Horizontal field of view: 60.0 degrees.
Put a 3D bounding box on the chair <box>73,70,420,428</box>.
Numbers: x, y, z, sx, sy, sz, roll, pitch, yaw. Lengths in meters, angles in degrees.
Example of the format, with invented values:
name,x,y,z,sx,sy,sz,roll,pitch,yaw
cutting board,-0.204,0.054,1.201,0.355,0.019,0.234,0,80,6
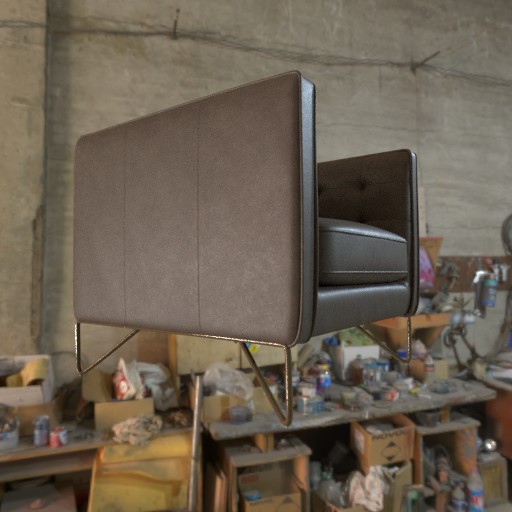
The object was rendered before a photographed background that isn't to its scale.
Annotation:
name,x,y,z,sx,sy,sz,roll,pitch,yaw
chair,0.000,0.000,1.539,0.894,0.790,0.880,-1,-3,36
